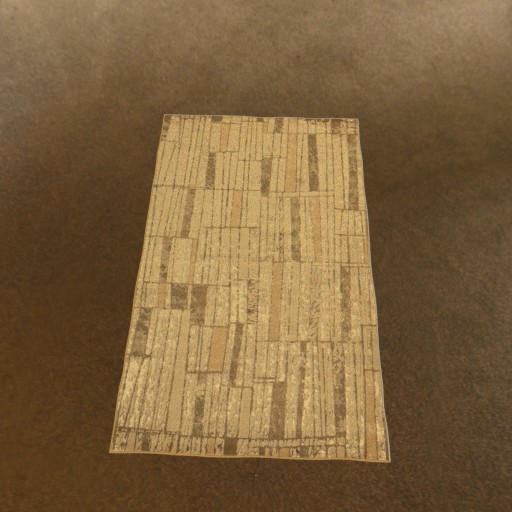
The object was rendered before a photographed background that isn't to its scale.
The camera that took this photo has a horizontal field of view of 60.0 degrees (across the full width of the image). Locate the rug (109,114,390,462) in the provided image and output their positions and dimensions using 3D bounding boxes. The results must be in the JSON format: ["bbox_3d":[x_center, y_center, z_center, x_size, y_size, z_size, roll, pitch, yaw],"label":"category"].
[{"bbox_3d":[0.000,0.000,2.939,1.531,0.023,2.444,2,64,1],"label":"rug"}]
